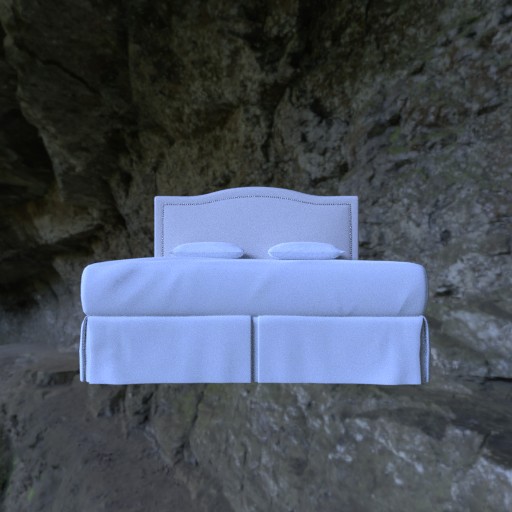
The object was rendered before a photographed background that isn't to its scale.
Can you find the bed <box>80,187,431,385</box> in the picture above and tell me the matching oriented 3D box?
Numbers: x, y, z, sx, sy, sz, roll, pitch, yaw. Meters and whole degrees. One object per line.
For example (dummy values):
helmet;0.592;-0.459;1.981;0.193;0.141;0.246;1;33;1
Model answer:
bed;0.000;0.000;3.482;2.083;1.421;2.182;0;0;0
